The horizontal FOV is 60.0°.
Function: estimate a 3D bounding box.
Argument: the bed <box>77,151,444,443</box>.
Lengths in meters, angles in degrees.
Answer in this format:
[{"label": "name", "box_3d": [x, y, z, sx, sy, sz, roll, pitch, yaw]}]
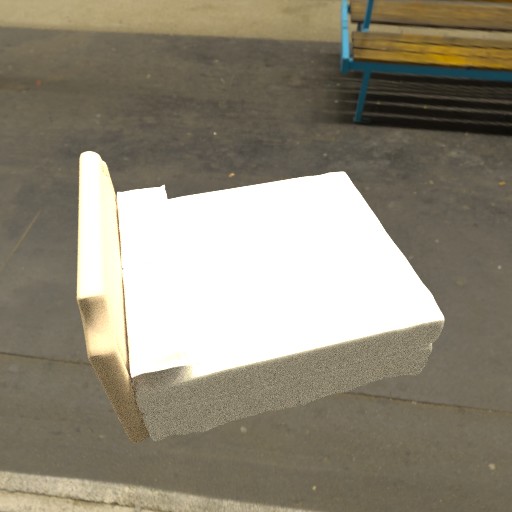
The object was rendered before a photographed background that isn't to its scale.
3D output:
[{"label": "bed", "box_3d": [0.000, 0.000, 3.809, 2.548, 1.524, 2.134, -11, 47, -10]}]
